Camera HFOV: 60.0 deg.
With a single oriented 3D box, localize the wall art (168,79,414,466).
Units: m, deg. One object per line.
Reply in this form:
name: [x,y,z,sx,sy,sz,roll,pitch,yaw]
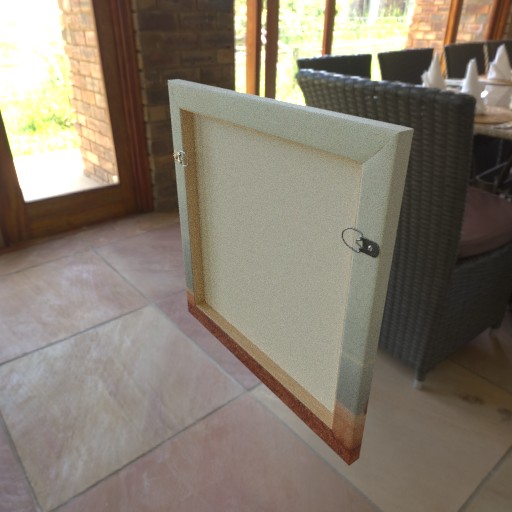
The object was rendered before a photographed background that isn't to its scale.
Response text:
wall art: [0.000,0.000,0.595,0.023,0.405,0.405,-19,34,-32]
